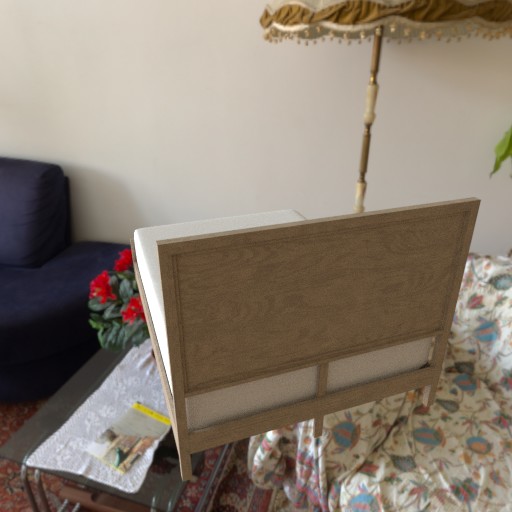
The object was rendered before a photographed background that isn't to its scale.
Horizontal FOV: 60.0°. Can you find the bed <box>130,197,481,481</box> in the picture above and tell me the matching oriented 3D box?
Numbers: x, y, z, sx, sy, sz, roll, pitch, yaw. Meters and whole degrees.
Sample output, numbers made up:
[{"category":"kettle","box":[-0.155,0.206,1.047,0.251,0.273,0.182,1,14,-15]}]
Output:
[{"category":"bed","box":[0.000,0.000,3.200,1.606,1.369,2.189,-9,27,-18]}]
